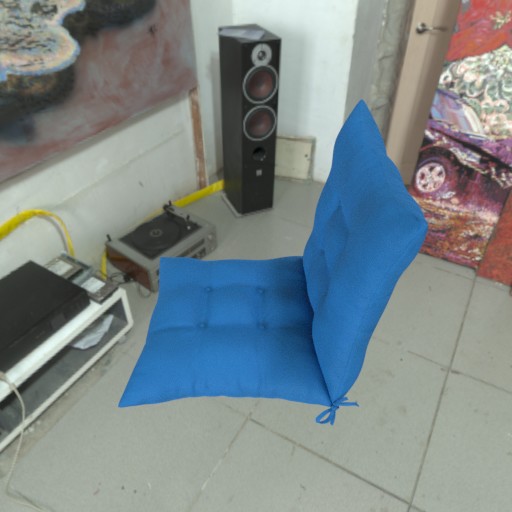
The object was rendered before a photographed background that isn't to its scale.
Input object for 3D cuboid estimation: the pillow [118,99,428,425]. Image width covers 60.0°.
[{"bbox_3d":[0.000,0.000,1.000,0.585,0.536,0.541,0,40,0],"label":"pillow"}]
